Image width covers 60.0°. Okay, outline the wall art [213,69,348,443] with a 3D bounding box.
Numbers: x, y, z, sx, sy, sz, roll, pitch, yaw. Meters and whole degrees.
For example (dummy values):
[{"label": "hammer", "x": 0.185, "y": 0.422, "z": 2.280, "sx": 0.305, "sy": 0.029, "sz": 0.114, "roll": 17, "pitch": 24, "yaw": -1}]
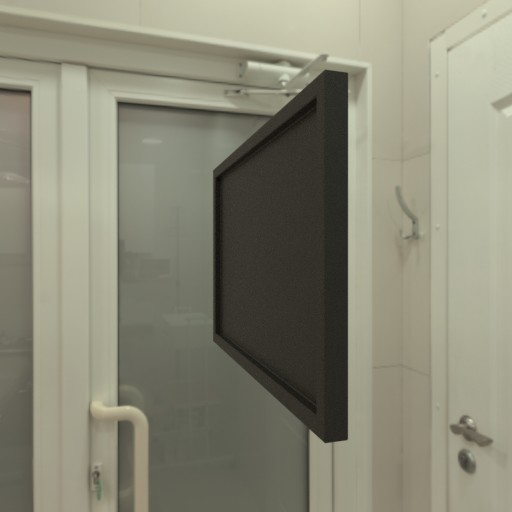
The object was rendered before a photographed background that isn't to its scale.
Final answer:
[{"label": "wall art", "x": 0.000, "y": 0.000, "z": 0.572, "sx": 0.021, "sy": 0.301, "sz": 0.443, "roll": 0, "pitch": 0, "yaw": -17}]
